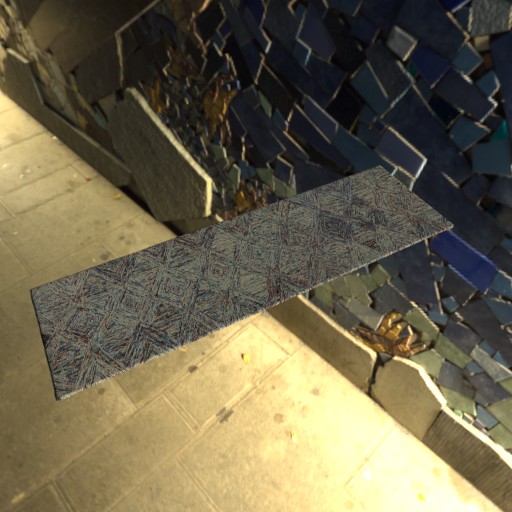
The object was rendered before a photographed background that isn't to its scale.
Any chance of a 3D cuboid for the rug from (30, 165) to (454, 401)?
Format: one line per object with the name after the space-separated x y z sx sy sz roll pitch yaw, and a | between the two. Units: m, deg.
0.000 0.000 2.452 2.292 0.015 0.688 -22 51 -19 | rug
